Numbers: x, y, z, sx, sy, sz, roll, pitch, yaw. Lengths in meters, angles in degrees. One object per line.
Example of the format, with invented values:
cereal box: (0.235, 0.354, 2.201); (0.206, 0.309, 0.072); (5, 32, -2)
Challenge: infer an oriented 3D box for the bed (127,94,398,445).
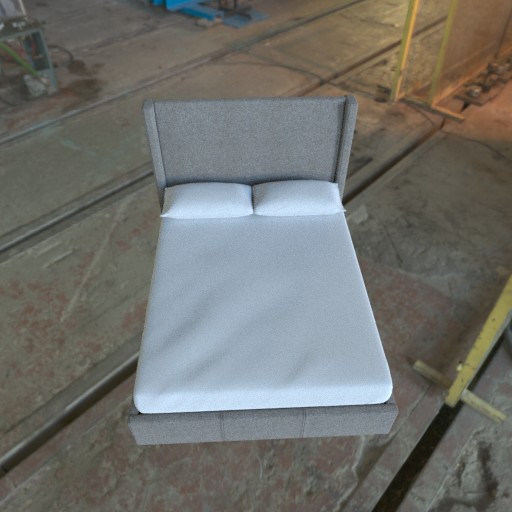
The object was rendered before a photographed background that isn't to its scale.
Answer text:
bed: (0.000, 0.000, 3.336); (1.714, 1.481, 2.245); (-2, 45, -2)
